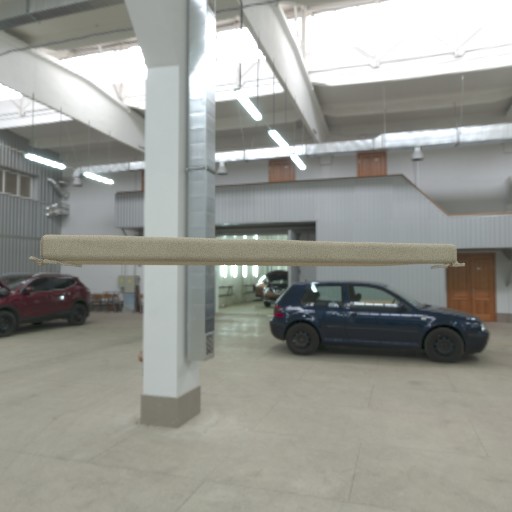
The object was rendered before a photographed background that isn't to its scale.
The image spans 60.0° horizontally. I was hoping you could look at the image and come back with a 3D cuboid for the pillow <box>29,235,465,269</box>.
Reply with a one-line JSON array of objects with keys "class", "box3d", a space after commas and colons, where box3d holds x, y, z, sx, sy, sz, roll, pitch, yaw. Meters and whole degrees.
[{"class": "pillow", "box3d": [0.000, 0.000, 1.352, 1.187, 0.081, 0.492, 1, -2, -18]}]
